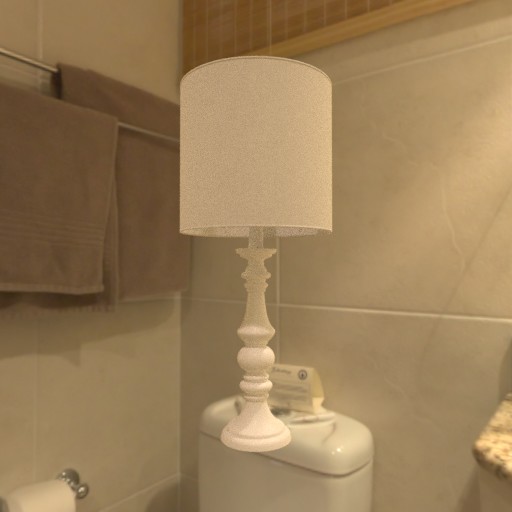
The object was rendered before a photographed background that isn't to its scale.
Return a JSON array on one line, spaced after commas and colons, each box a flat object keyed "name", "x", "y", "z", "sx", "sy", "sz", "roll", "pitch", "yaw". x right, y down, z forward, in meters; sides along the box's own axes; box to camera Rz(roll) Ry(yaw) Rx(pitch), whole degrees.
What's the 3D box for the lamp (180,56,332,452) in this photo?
[{"name": "lamp", "x": 0.000, "y": 0.000, "z": 0.736, "sx": 0.250, "sy": 0.597, "sz": 0.250, "roll": 0, "pitch": -1, "yaw": 0}]
